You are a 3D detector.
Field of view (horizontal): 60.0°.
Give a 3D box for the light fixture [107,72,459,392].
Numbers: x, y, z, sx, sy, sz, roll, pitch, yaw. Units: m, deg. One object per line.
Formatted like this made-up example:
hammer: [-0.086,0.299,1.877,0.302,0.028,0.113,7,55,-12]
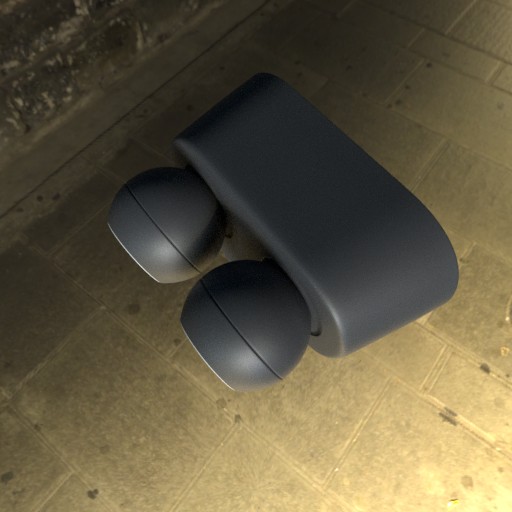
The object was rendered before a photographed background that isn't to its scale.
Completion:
light fixture: [0.000,0.000,0.338,0.159,0.159,0.229,-34,67,-16]
